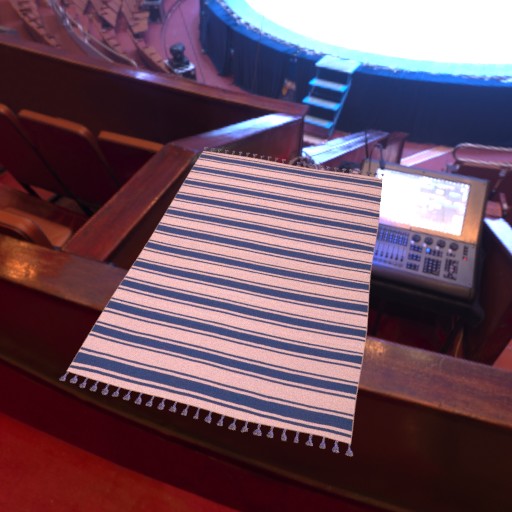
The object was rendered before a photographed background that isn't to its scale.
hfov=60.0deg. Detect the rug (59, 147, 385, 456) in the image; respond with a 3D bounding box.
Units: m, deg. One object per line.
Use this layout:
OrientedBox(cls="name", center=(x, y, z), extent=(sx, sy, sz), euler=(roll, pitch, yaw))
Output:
OrientedBox(cls="rug", center=(0.000, 0.000, 2.963), extent=(1.544, 0.010, 2.315), euler=(11, 48, 10))
